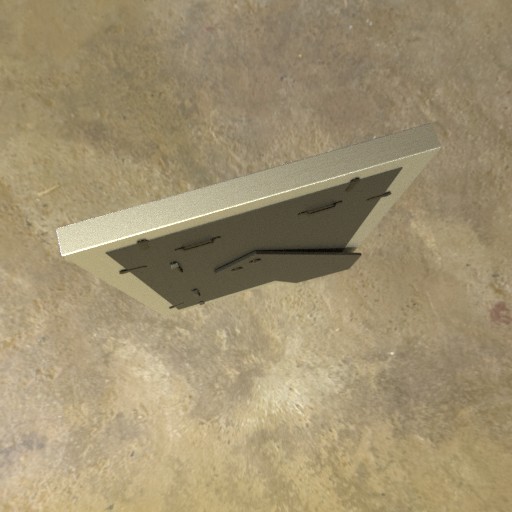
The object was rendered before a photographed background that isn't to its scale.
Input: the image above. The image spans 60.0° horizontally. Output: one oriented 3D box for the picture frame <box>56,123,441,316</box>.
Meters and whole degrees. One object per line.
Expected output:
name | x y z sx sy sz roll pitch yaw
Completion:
picture frame | 0.000 0.000 0.531 0.307 0.386 0.036 -17 76 -4
